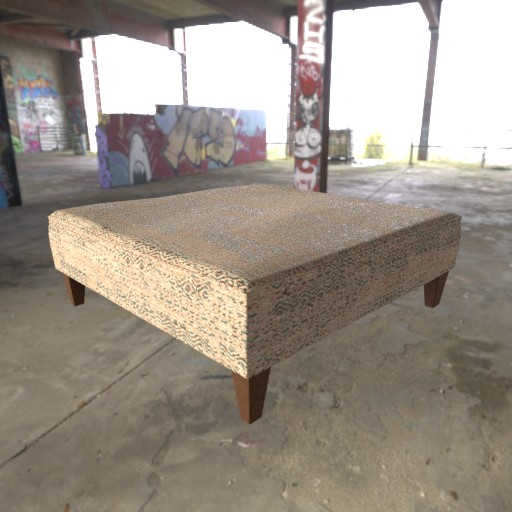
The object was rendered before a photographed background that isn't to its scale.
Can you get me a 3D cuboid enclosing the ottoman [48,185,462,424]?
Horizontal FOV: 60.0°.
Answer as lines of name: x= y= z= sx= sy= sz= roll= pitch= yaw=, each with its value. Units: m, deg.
ottoman: x=0.000 y=0.000 z=1.508 sx=1.004 sy=0.356 sz=0.968 roll=-16 pitch=23 yaw=-42
